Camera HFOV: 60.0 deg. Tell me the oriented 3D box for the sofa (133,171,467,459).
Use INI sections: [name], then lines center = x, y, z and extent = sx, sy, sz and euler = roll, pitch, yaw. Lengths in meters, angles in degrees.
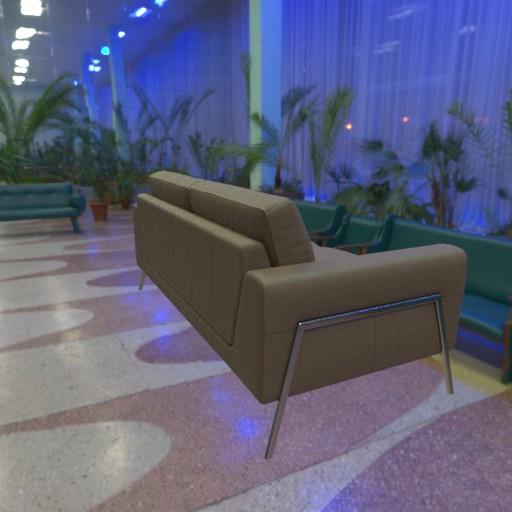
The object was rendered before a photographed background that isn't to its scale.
[sofa]
center = 0.000, 0.000, 2.491
extent = 0.953, 0.875, 2.017
euler = -7, 16, -26
